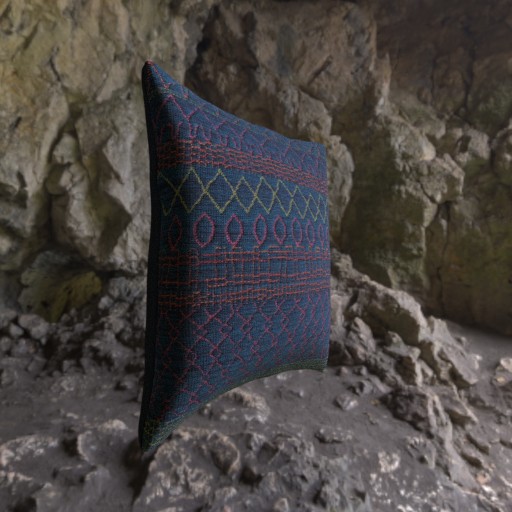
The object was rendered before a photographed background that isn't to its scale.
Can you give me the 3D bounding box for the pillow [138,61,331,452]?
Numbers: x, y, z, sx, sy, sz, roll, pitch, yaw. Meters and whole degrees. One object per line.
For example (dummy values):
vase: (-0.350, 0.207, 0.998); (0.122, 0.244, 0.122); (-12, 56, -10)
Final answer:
pillow: (0.000, 0.000, 0.660); (0.141, 0.431, 0.431); (0, 0, 36)
